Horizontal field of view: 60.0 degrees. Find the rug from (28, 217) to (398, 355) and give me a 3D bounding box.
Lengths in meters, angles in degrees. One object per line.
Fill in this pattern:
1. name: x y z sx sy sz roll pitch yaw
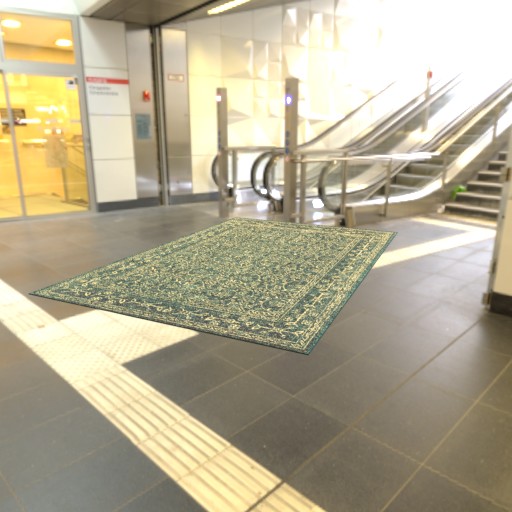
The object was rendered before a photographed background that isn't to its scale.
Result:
1. rug: 0.000 0.000 2.356 1.200 0.005 1.819 7 17 24
